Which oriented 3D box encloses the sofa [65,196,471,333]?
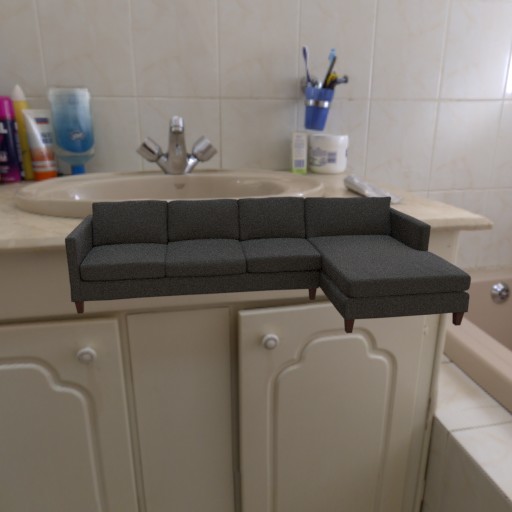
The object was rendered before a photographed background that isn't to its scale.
[{"bbox_3d":[0.000,0.000,3.971,3.186,0.846,1.625,-3,17,-8],"label":"sofa"}]
